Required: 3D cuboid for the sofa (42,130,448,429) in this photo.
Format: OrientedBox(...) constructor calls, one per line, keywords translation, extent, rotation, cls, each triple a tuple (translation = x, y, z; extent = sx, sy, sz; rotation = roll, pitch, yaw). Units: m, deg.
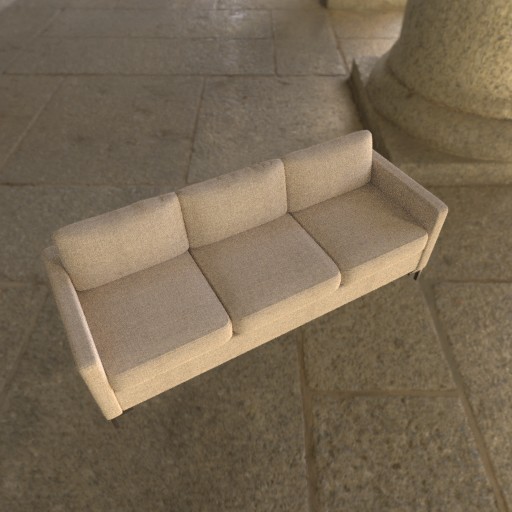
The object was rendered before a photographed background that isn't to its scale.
OrientedBox(translation=(0.000, 0.000, 2.682), extent=(2.218, 0.874, 0.859), rotation=(-22, 50, -20), cls="sofa")
